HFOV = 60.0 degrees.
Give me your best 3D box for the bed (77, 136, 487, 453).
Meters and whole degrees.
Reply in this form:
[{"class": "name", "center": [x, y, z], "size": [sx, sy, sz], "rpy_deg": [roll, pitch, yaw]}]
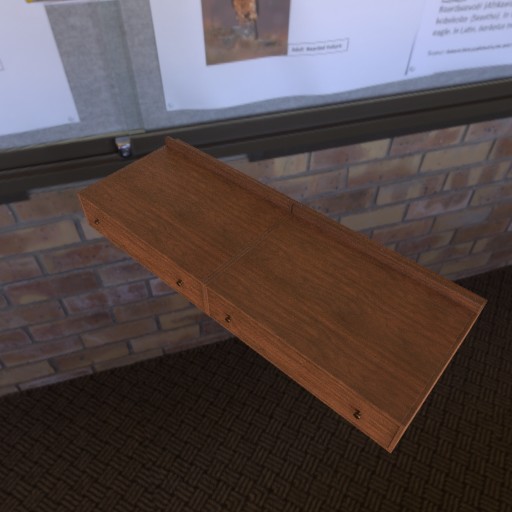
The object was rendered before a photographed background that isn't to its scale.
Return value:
[{"class": "bed", "center": [0.000, 0.000, 2.320], "size": [2.057, 0.326, 0.787], "rpy_deg": [32, 54, 27]}]
